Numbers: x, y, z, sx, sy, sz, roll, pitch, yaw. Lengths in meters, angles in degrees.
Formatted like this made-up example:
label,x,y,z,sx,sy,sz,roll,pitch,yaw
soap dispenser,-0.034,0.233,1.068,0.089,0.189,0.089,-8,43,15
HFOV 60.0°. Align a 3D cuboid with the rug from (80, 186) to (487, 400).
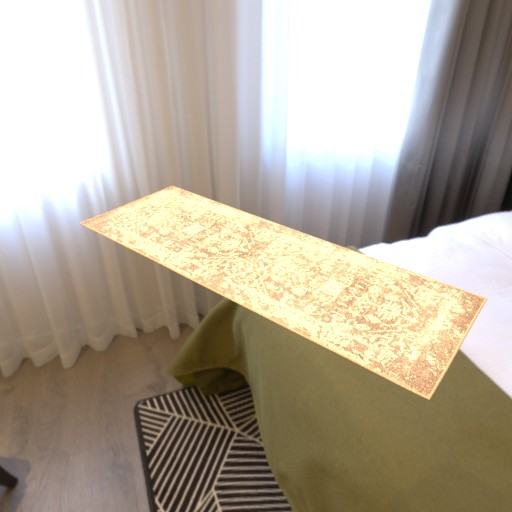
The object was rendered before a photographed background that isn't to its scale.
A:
label,x,y,z,sx,sy,sz,roll,pitch,yaw
rug,0.000,0.000,2.703,2.452,0.017,0.855,23,38,32
